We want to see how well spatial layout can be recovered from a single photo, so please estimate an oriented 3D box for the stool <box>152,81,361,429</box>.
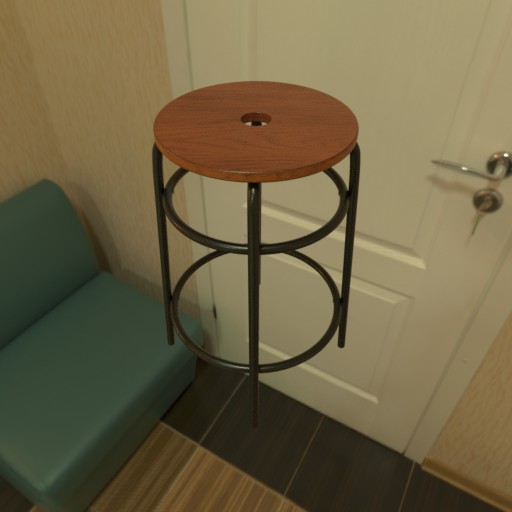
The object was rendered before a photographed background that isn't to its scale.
[{"bbox_3d":[0.000,0.000,0.935,0.455,0.610,0.455,1,42,1],"label":"stool"}]
